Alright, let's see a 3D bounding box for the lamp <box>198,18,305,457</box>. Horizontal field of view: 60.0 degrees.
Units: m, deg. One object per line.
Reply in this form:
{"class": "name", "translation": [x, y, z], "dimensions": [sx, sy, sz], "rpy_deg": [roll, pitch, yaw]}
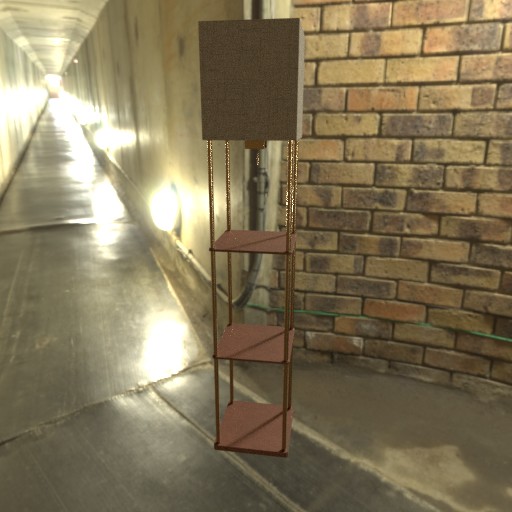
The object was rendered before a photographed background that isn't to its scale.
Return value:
{"class": "lamp", "translation": [0.000, 0.000, 1.698], "dimensions": [0.308, 1.569, 0.310], "rpy_deg": [3, 17, 8]}
